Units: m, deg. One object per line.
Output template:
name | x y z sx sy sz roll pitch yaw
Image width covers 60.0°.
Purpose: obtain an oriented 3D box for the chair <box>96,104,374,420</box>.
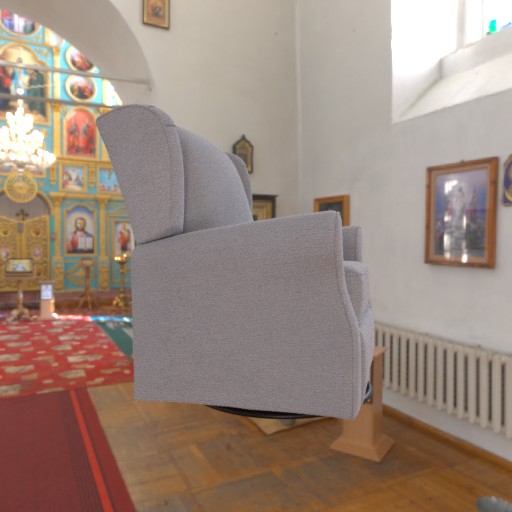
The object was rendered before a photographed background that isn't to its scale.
chair | 0.000 0.000 1.668 0.854 0.966 0.906 0 1 17
